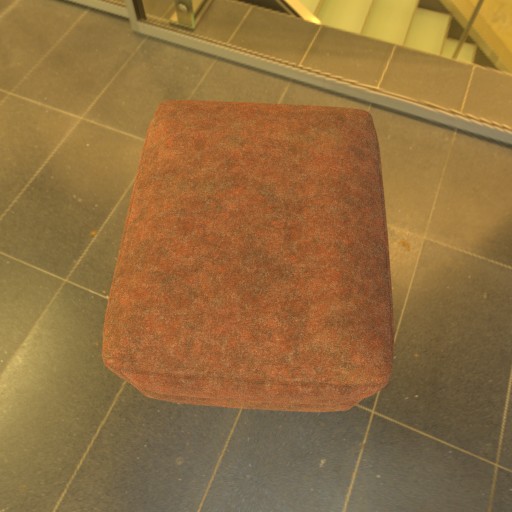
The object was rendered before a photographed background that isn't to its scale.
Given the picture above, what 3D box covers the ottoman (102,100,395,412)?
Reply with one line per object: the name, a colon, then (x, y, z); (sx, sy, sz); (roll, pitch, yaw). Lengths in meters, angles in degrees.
ottoman: (0.000, 0.000, 1.207); (0.635, 0.508, 0.787); (3, 63, 2)
